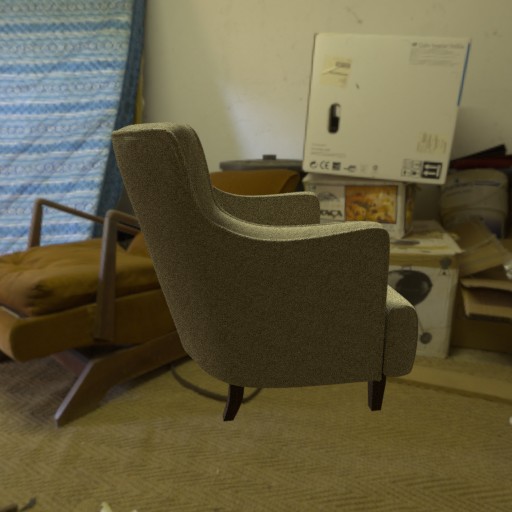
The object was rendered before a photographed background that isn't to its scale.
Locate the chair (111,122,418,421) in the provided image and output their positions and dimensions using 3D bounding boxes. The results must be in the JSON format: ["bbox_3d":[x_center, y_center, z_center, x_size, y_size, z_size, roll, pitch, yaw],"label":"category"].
[{"bbox_3d":[0.000,0.000,1.636,0.910,0.920,0.820,-2,16,-8],"label":"chair"}]
